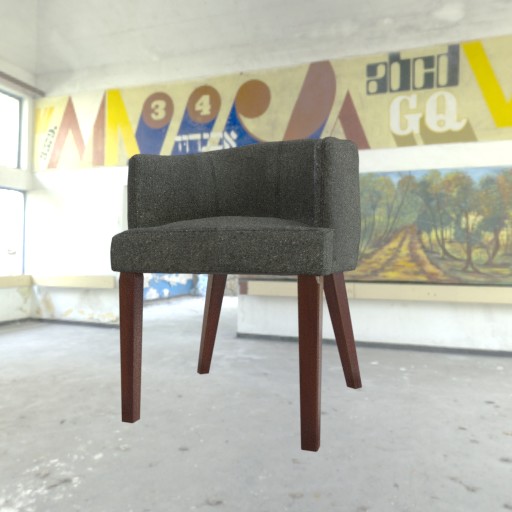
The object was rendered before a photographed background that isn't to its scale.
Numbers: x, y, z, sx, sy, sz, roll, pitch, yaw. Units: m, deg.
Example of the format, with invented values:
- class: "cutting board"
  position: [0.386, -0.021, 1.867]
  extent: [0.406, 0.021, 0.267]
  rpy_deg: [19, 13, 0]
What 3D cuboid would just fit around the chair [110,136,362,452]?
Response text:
- class: "chair"
  position: [0.000, 0.000, 1.275]
  extent: [0.583, 0.811, 0.655]
  rpy_deg: [0, 0, 20]
